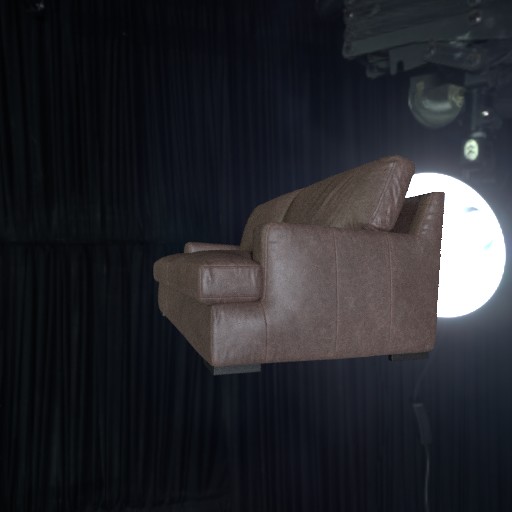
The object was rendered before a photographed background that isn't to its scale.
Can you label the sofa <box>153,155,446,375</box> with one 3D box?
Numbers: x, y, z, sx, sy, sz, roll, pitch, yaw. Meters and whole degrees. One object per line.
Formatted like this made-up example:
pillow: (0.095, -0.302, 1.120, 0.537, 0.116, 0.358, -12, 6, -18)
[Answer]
sofa: (0.000, 0.000, 2.871, 1.143, 0.941, 2.261, 0, -1, -17)
